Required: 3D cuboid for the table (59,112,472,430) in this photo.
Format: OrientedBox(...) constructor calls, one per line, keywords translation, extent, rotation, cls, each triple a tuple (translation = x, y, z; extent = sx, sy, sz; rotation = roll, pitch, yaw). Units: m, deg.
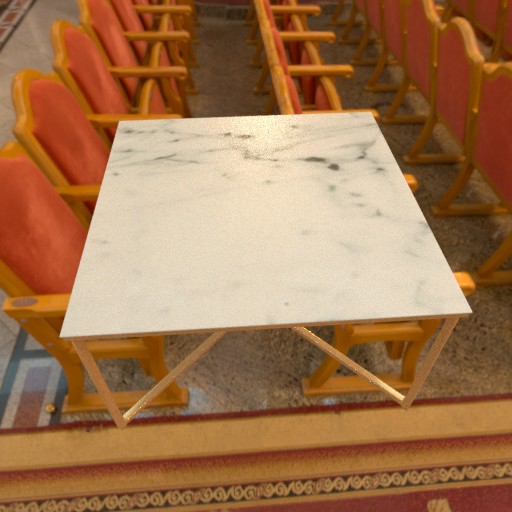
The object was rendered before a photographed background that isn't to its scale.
OrientedBox(translation=(0.000, 0.000, 1.292), extent=(0.800, 0.450, 0.800), rotation=(-3, 46, -3), cls="table")
